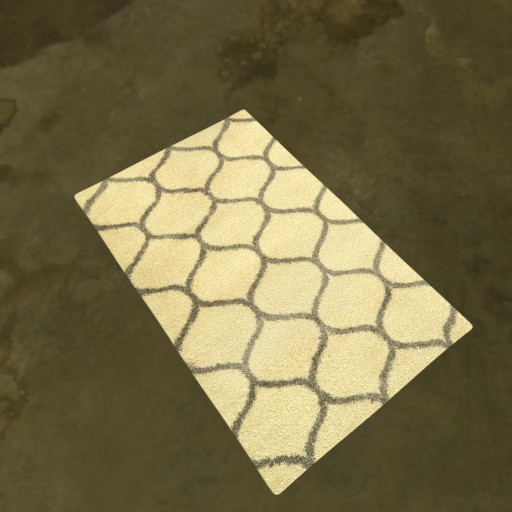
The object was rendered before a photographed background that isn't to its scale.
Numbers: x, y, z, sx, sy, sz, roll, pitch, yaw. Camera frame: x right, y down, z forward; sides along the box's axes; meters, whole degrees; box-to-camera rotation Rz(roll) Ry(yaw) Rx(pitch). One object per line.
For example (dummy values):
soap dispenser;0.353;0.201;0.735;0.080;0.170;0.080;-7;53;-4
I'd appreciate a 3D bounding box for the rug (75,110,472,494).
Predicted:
rug;0.000;0.000;2.906;1.501;0.024;2.348;-33;64;-18
